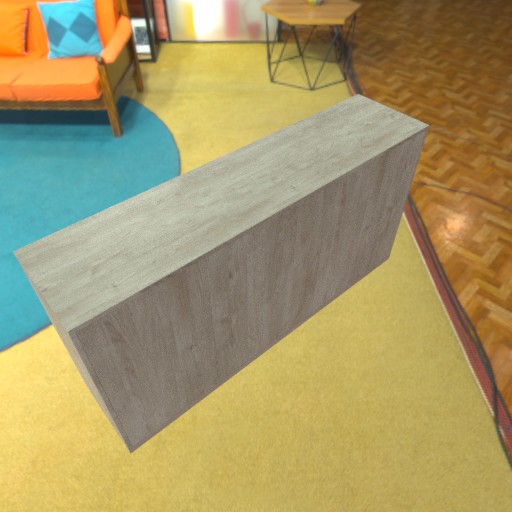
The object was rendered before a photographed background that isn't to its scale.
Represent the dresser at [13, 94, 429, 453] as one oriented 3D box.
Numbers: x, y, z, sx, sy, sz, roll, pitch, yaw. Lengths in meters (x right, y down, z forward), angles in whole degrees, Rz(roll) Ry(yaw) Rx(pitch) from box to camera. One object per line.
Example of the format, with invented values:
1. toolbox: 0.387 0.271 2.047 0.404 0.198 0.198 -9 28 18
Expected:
1. dresser: 0.000 0.000 1.867 1.590 0.795 0.390 -32 53 -28
